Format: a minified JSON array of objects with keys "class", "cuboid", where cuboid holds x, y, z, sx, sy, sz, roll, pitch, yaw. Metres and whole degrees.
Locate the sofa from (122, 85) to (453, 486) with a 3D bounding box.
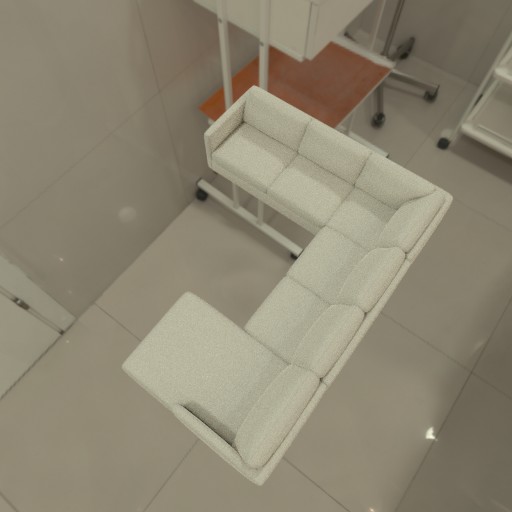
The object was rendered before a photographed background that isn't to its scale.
[{"class":"sofa","cuboid":[0.000,0.000,4.401,2.551,0.853,3.238,34,69,15]}]
